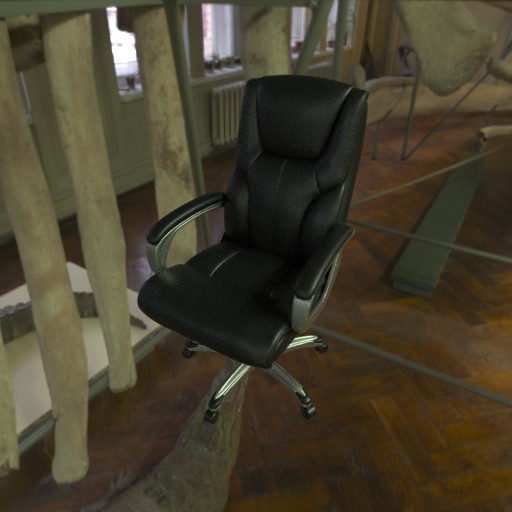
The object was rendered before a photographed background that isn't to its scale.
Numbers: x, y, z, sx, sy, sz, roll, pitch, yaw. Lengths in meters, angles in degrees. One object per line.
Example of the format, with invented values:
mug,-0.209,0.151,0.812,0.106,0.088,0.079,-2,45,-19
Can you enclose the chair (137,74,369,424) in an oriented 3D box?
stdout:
chair,0.000,0.000,1.625,0.663,1.155,0.739,18,36,28
